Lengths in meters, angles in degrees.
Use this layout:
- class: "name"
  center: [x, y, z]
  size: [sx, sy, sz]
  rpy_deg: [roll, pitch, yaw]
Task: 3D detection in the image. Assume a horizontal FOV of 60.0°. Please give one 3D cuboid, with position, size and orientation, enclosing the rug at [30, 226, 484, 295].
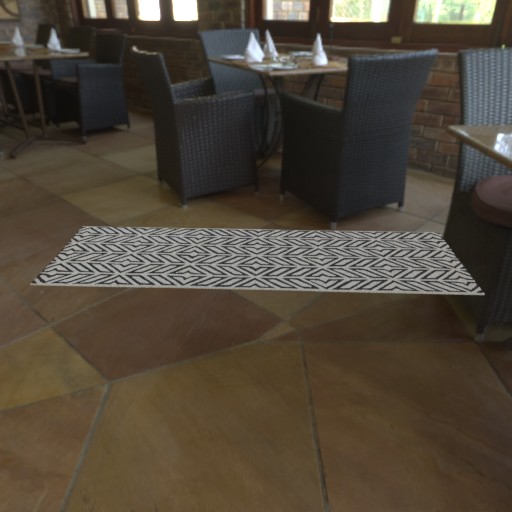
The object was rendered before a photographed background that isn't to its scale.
- class: "rug"
  center: [0.000, 0.000, 2.697]
  size: [2.435, 0.009, 0.750]
  rpy_deg: [1, 29, 2]
